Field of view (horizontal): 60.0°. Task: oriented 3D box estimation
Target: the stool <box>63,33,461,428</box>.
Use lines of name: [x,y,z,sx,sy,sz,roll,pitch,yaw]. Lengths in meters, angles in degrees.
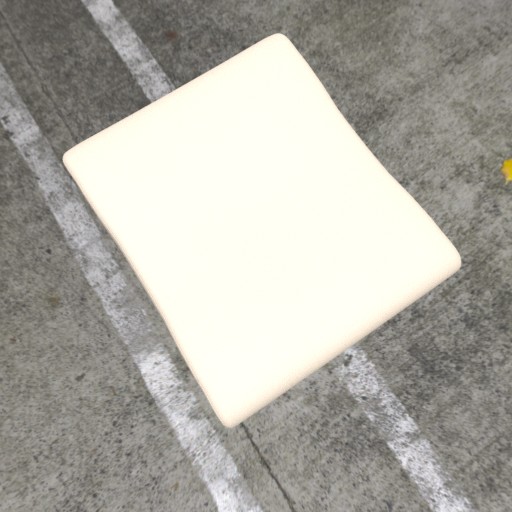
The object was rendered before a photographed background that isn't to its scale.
stool: [0.000,0.000,0.917,0.401,0.609,0.471,-33,78,-8]
